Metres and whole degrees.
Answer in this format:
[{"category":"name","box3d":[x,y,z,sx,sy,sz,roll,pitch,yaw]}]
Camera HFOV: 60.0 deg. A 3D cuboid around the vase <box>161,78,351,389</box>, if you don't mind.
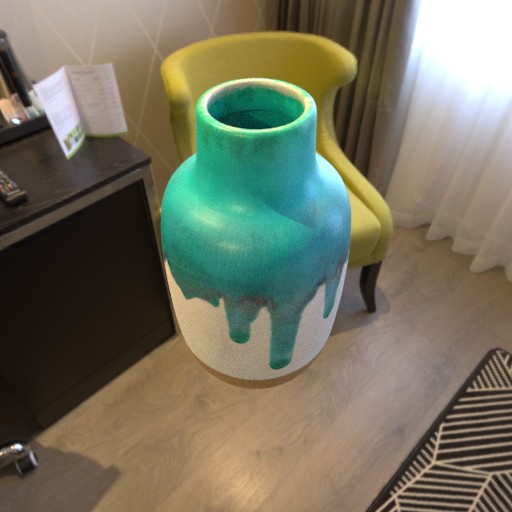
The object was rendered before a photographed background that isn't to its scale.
[{"category":"vase","box3d":[0.000,0.000,0.262,0.106,0.192,0.106,0,46,0]}]
